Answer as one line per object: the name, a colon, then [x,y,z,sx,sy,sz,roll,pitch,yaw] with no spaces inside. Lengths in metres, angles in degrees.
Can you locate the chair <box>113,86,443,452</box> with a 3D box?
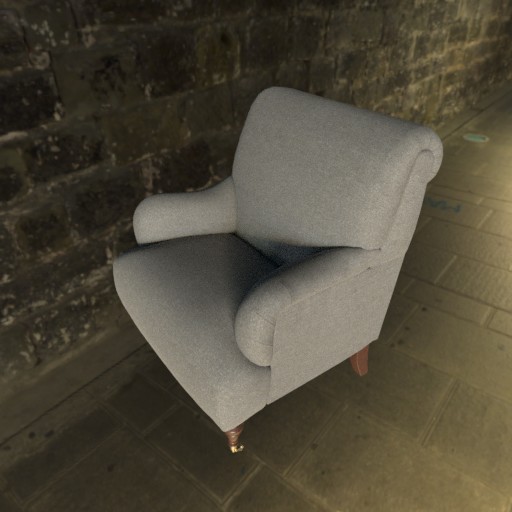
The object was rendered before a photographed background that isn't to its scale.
chair: [0.000,0.000,1.526,0.843,0.942,0.766,-21,38,-30]
